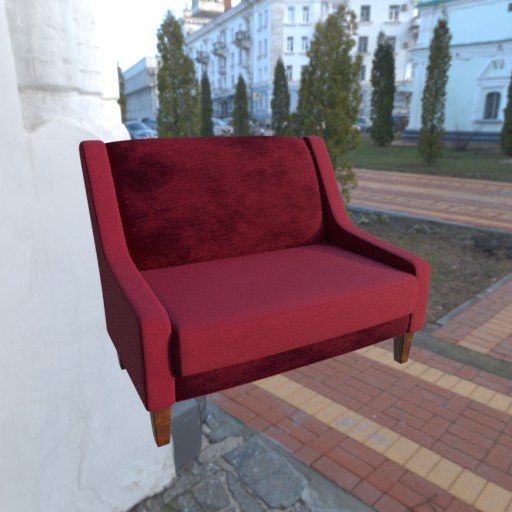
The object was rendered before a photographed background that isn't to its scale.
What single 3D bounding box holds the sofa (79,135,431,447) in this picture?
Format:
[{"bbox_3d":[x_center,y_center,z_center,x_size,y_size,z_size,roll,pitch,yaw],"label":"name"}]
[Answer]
[{"bbox_3d":[0.000,0.000,1.928,1.242,0.976,0.946,-9,19,-27],"label":"sofa"}]
